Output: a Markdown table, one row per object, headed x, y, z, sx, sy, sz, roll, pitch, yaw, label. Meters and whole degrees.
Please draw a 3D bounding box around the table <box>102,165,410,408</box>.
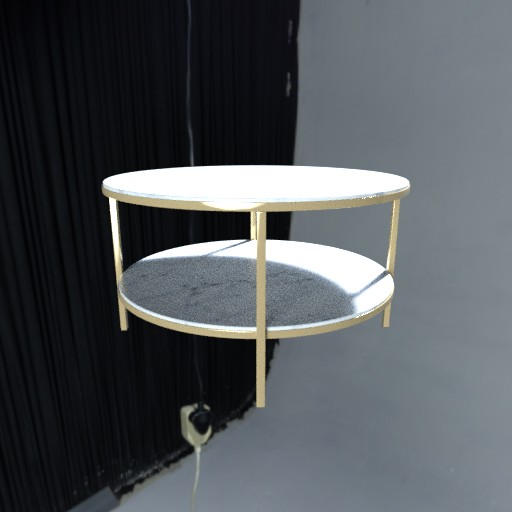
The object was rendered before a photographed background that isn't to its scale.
| x | y | z | sx | sy | sz | roll | pitch | yaw | label |
| --- | --- | --- | --- | --- | --- | --- | --- | --- | --- |
| 0.000 | 0.000 | 1.272 | 0.800 | 0.450 | 0.800 | 0 | 16 | 0 | table |
